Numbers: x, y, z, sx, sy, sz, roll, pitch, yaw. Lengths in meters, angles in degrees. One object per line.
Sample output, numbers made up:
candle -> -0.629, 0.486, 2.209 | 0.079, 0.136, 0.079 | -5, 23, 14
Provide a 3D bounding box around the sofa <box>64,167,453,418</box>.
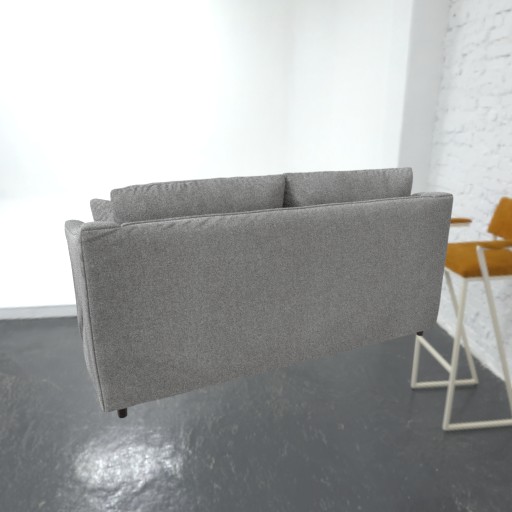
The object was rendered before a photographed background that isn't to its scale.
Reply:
sofa -> 0.000, 0.000, 2.616 | 2.010, 1.018, 1.072 | -8, 18, -25
